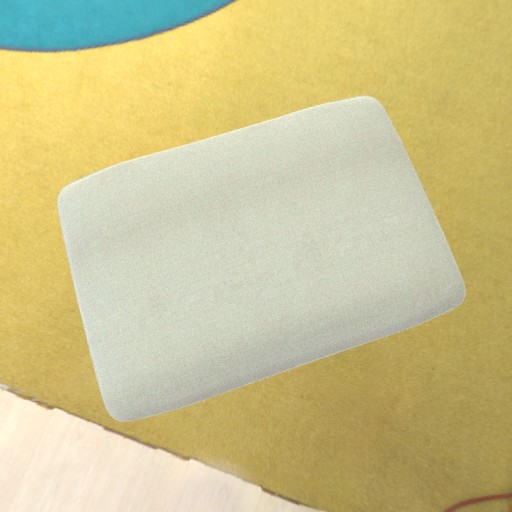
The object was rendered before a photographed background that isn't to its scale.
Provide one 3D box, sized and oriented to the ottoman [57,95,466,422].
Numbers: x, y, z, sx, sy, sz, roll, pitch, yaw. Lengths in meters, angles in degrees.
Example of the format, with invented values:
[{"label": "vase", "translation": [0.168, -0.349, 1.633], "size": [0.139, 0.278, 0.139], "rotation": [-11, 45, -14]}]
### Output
[{"label": "ottoman", "translation": [0.000, 0.000, 1.332], "size": [0.984, 0.453, 0.686], "rotation": [-18, 76, -5]}]
